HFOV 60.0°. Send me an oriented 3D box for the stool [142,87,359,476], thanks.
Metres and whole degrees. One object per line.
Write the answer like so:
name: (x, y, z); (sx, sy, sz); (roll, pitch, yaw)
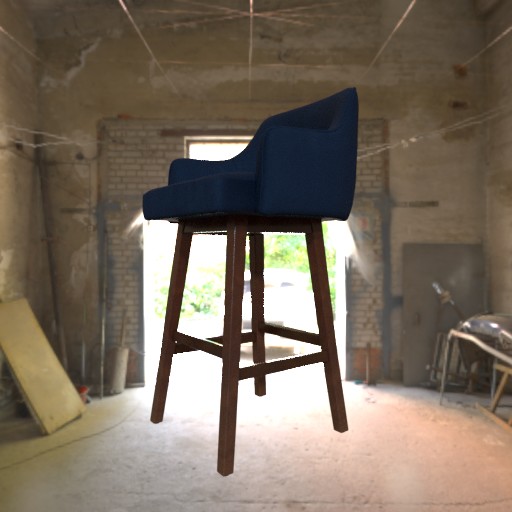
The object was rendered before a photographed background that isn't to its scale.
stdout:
stool: (0.000, 0.000, 1.363); (0.560, 1.041, 0.550); (-1, 2, -37)
